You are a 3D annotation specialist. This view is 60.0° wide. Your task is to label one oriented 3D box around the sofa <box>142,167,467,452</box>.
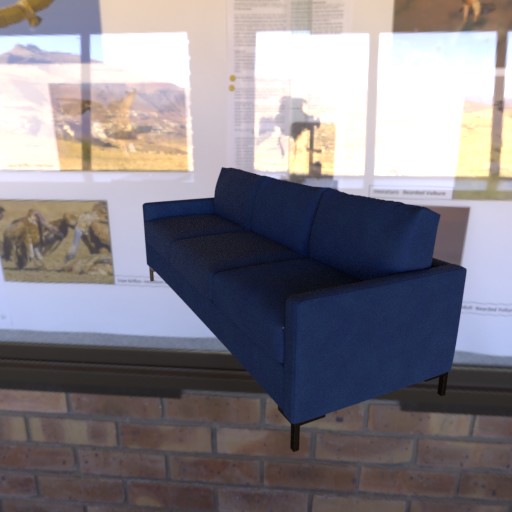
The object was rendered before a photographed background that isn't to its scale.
[{"bbox_3d":[0.000,0.000,2.666,0.875,0.879,2.252,-8,18,-26],"label":"sofa"}]
